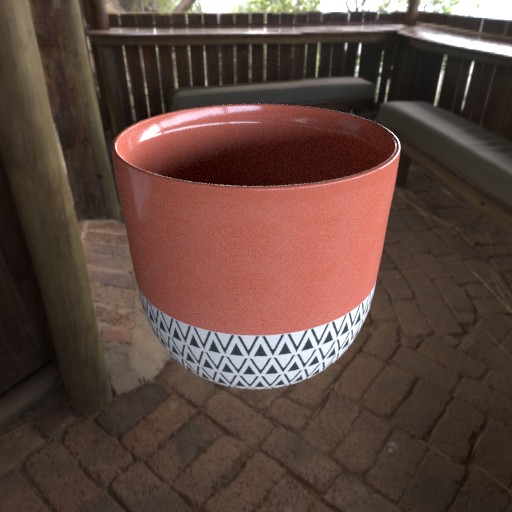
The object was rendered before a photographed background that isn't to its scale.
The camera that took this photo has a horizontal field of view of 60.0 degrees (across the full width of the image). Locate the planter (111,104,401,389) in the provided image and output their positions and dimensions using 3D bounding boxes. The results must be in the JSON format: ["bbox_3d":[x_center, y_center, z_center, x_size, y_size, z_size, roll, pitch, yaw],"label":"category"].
[{"bbox_3d":[0.000,0.000,0.491,0.266,0.270,0.266,0,31,0],"label":"planter"}]
